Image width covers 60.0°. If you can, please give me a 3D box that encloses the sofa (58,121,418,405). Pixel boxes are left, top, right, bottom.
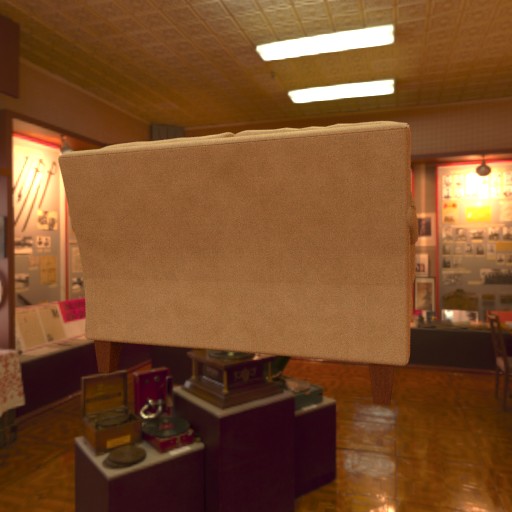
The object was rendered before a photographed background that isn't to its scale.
[{"bbox_3d":[0.000,0.000,2.182,1.498,1.087,1.086,0,1,19],"label":"sofa"}]
